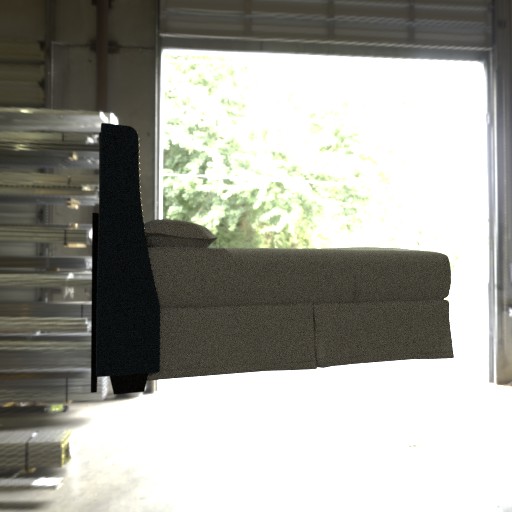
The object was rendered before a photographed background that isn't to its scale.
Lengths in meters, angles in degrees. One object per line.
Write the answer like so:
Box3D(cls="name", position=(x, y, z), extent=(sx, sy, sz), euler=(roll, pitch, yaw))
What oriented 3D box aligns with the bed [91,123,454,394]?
Box3D(cls="bed", position=(0.000, 0.000, 3.291), extent=(2.237, 1.407, 1.710), euler=(0, -1, -18))
